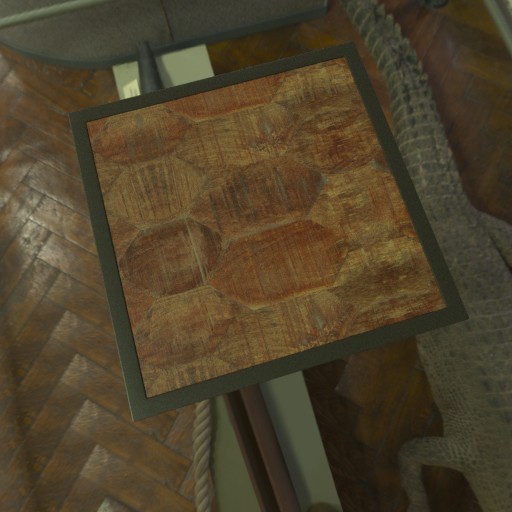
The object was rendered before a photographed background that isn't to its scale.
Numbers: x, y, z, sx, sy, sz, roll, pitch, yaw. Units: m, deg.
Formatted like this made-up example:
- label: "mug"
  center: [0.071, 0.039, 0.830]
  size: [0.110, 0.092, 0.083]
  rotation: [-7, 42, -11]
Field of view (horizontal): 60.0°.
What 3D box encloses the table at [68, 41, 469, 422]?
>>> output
- label: "table"
  center: [0.000, 0.000, 0.959]
  size: [0.500, 0.565, 0.500]
  rotation: [-16, 76, -4]
